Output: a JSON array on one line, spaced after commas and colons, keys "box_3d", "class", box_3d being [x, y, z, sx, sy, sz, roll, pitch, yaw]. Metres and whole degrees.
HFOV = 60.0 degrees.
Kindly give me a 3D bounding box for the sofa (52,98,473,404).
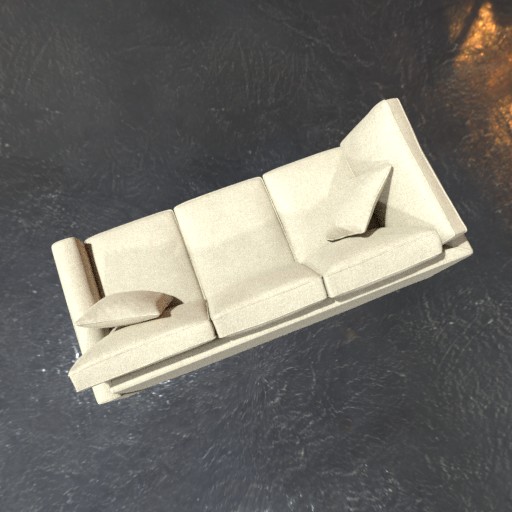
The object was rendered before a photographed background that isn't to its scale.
[{"box_3d": [0.000, 0.000, 2.850, 2.323, 0.948, 1.053, -20, 77, -5], "class": "sofa"}]
